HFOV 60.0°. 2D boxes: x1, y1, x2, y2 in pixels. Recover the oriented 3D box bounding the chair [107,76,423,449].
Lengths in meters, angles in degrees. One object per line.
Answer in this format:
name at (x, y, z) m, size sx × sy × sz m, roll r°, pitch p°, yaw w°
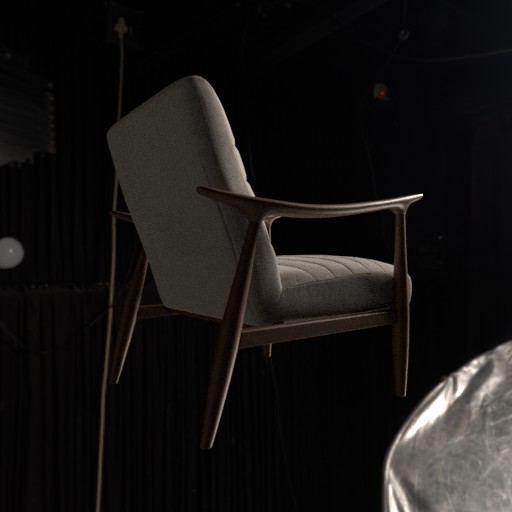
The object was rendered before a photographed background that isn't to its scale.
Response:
chair at (0.000, 0.000, 1.416) m, size 0.798 × 0.832 × 0.741 m, roll 0°, pitch 0°, yaw -36°
